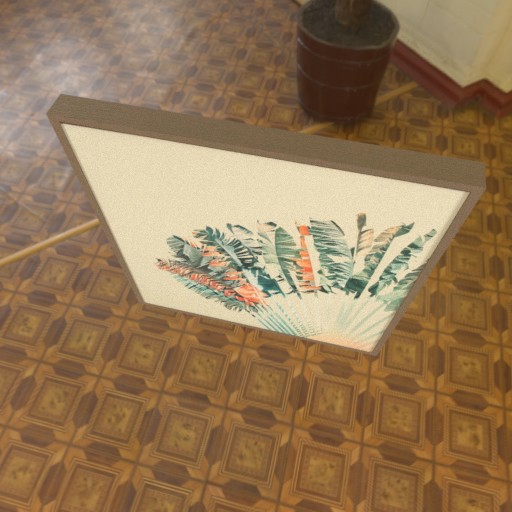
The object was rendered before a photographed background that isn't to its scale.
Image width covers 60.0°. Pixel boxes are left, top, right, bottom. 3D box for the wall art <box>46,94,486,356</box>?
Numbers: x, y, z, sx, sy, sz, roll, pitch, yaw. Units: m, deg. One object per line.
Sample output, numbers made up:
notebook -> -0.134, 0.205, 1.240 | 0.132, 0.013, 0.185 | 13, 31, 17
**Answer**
wall art -> 0.000, 0.000, 0.722 | 0.508, 0.506, 0.038 | 11, 58, 7
